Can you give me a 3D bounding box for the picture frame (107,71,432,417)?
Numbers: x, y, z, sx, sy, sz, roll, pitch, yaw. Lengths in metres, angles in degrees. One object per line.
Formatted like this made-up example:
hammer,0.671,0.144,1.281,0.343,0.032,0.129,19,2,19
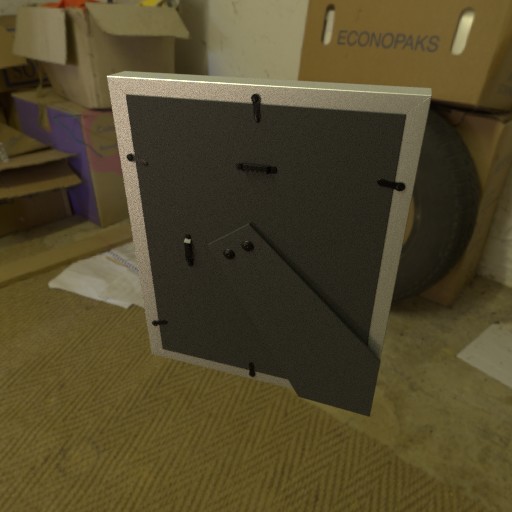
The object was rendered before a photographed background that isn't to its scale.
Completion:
picture frame,0.000,0.000,0.382,0.233,0.282,0.036,10,32,16
